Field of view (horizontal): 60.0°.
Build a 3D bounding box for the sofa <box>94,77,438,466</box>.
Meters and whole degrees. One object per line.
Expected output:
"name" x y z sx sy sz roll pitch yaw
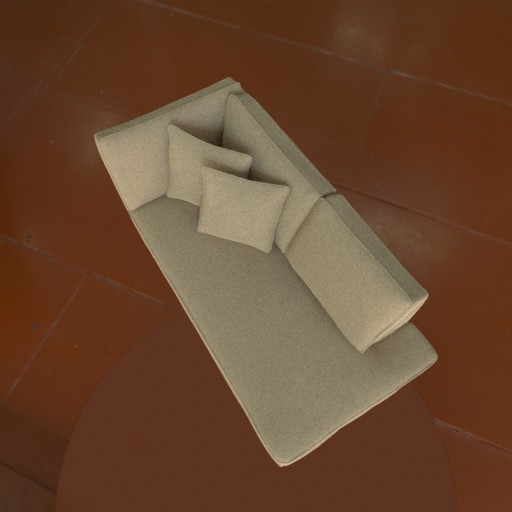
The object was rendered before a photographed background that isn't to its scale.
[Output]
"sofa" 0.000 0.000 2.811 1.110 1.033 2.237 -30 67 -14
